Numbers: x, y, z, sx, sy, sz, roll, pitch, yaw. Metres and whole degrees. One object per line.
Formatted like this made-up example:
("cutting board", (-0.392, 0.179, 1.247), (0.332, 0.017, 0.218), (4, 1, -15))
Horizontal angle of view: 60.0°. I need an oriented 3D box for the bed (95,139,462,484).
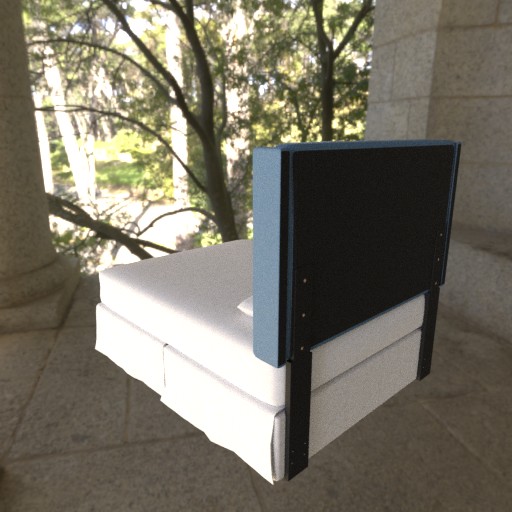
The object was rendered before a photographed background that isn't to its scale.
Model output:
("bed", (0.000, 0.000, 3.244), (1.719, 1.665, 2.078), (-14, 21, -41))
